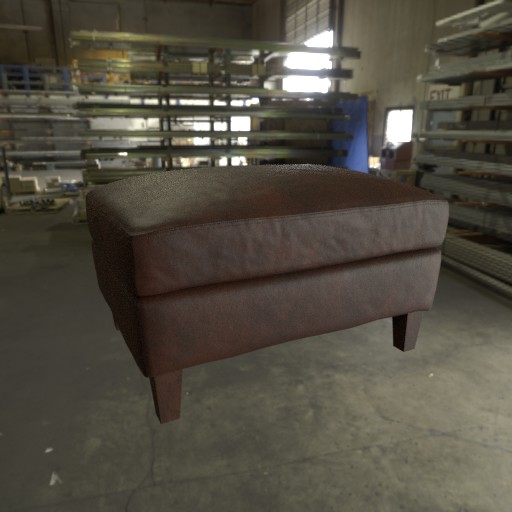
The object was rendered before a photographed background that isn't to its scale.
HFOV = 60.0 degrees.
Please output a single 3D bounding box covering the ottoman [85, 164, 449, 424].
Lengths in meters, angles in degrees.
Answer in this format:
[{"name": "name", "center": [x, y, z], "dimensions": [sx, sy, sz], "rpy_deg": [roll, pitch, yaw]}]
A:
[{"name": "ottoman", "center": [0.000, 0.000, 1.308], "dimensions": [0.887, 0.527, 0.659], "rpy_deg": [-8, 18, -26]}]
